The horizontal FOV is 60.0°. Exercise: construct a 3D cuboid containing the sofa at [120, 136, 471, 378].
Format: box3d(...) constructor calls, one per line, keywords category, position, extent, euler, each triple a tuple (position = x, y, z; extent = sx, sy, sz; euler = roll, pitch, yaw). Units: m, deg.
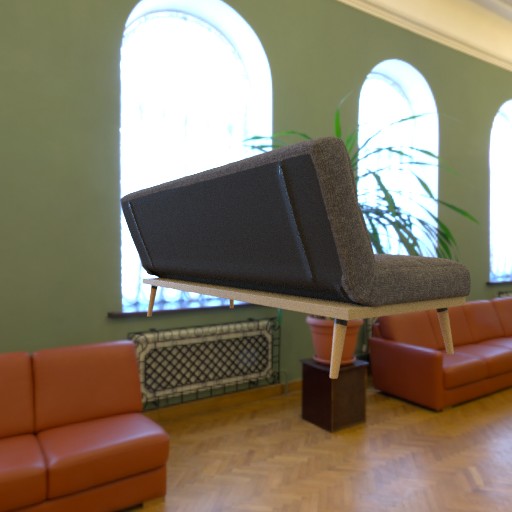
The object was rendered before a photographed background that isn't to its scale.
box3d(category="sofa", position=(0.000, 0.000, 2.248), extent=(0.820, 0.770, 1.820), euler=(-1, 1, -35))
